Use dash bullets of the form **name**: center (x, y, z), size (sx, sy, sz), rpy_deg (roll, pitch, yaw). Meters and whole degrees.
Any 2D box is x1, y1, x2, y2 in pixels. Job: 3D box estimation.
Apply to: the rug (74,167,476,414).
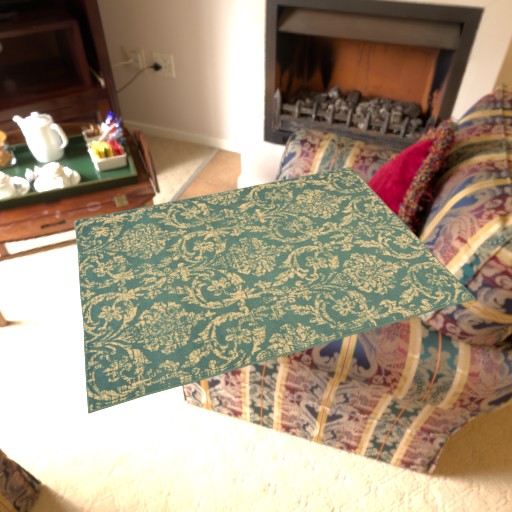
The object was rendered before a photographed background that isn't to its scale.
- **rug**: center (0.000, 0.000, 2.882), size (2.205, 0.012, 1.554), rpy_deg (-13, 44, -14)
